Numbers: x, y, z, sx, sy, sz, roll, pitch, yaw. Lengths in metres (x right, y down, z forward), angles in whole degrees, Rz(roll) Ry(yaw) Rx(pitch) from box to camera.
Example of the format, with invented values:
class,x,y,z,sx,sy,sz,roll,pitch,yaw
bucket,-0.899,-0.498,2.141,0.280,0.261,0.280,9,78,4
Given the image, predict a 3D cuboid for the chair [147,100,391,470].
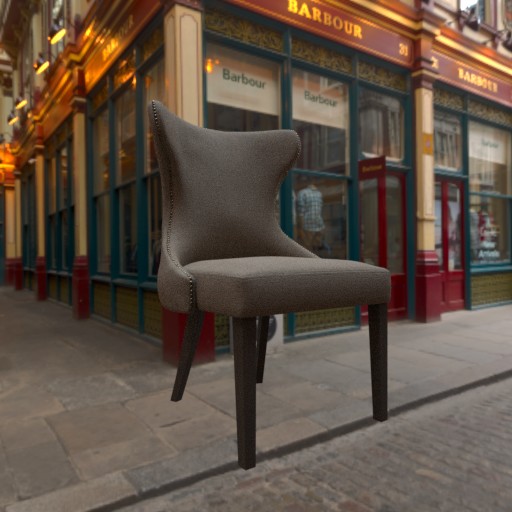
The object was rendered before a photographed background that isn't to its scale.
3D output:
class,x,y,z,sx,sy,sz,roll,pitch,yaw
chair,0.000,0.000,1.399,0.628,0.967,0.635,0,1,-36
